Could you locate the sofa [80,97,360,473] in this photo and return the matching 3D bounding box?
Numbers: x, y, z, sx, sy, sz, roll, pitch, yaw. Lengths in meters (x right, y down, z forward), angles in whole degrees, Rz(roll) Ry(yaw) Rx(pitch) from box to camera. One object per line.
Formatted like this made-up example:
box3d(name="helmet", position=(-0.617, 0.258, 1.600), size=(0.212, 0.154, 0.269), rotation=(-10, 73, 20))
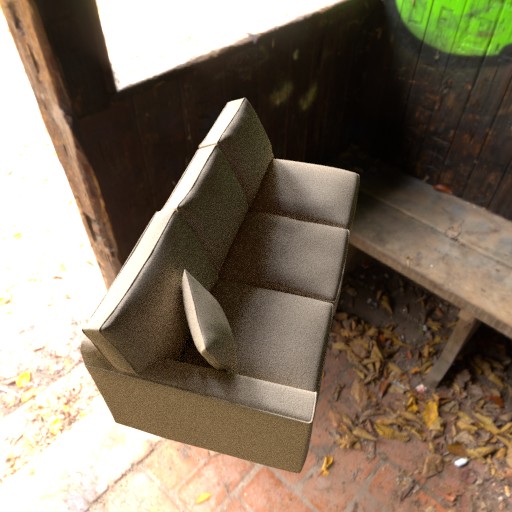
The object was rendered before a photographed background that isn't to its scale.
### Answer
box3d(name="sofa", position=(0.000, 0.000, 2.576), size=(1.034, 0.946, 1.962), rotation=(11, 47, 10))
